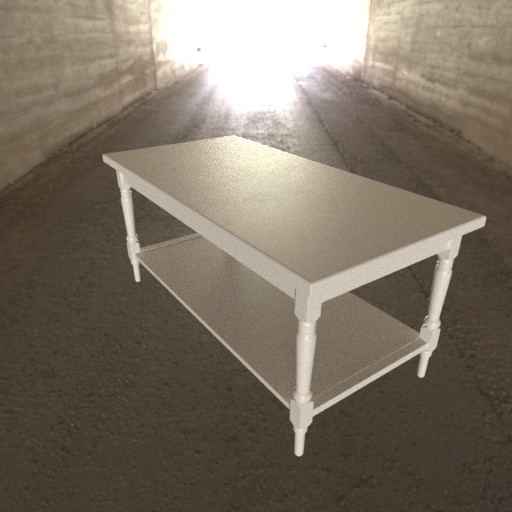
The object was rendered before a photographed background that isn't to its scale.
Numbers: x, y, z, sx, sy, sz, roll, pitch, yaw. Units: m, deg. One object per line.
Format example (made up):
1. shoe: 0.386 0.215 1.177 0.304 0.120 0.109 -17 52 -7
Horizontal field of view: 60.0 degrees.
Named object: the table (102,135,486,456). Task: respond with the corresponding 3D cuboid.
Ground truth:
1. table: 0.000 0.000 1.419 0.550 0.510 1.107 -18 32 -31
